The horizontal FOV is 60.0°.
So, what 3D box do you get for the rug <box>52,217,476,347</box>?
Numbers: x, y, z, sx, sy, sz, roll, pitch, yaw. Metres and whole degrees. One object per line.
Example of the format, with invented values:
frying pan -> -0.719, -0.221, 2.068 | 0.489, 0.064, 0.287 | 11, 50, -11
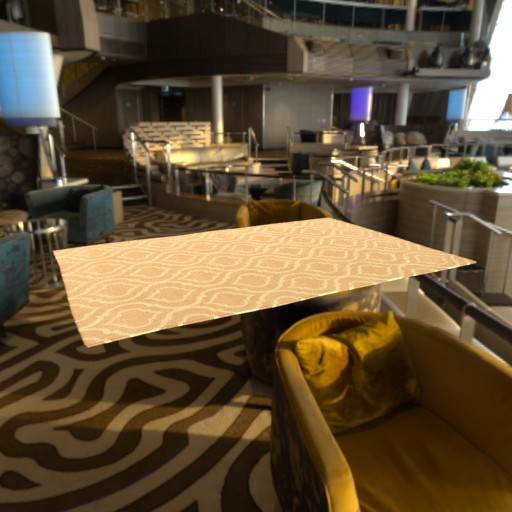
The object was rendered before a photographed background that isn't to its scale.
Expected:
rug -> 0.000, 0.000, 2.173 | 1.761, 0.013, 1.152 | -9, 19, -27
